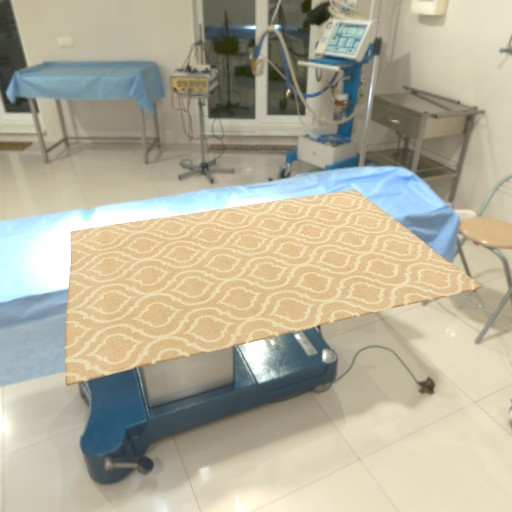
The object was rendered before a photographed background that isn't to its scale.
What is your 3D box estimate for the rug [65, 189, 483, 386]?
[{"bbox_3d":[0.000,0.000,2.190,1.761,0.013,1.152,-10,33,-16],"label":"rug"}]
